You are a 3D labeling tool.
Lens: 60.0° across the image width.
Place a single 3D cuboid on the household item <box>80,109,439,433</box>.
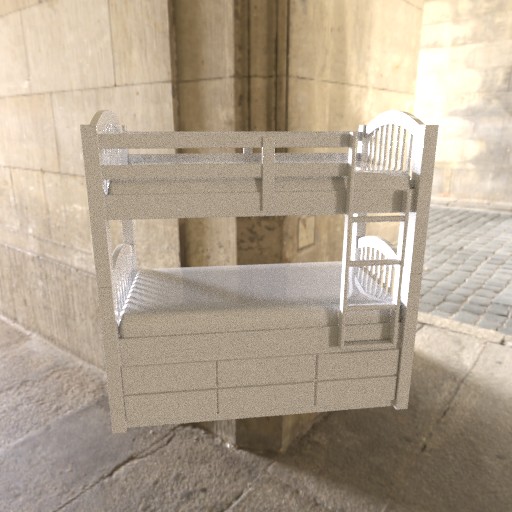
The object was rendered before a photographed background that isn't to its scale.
[{"bbox_3d":[0.000,0.000,3.244,2.032,2.032,1.143,-2,16,-7],"label":"household item"}]
